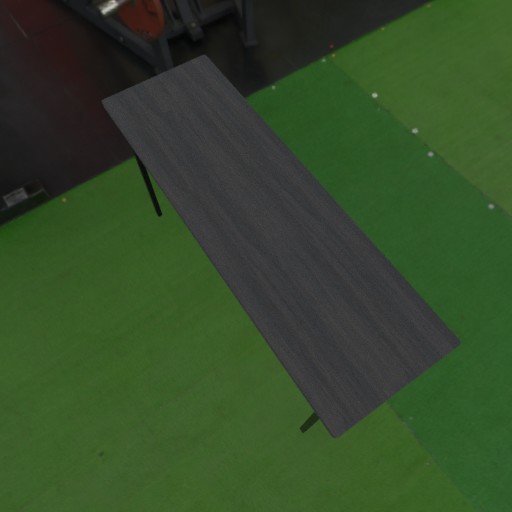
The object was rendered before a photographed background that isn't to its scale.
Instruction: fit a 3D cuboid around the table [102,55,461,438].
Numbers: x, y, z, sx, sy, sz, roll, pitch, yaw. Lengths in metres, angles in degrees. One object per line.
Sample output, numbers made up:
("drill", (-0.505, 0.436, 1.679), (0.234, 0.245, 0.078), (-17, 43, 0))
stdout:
("table", (0.000, 0.000, 1.774), (0.449, 0.750, 1.399), (-31, 68, -14))
